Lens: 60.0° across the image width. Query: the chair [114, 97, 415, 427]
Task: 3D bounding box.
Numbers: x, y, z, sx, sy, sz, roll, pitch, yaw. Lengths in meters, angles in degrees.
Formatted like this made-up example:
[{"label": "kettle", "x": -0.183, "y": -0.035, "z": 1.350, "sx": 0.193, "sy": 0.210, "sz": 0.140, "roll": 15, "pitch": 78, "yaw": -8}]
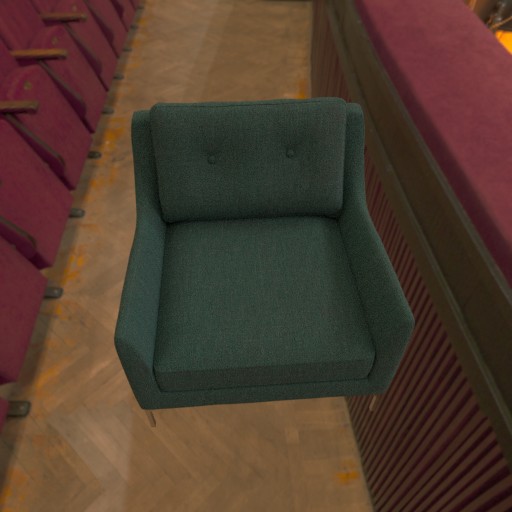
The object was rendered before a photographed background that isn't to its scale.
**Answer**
[{"label": "chair", "x": 0.000, "y": 0.000, "z": 1.551, "sx": 0.847, "sy": 0.828, "sz": 0.849, "roll": -3, "pitch": 46, "yaw": -3}]
